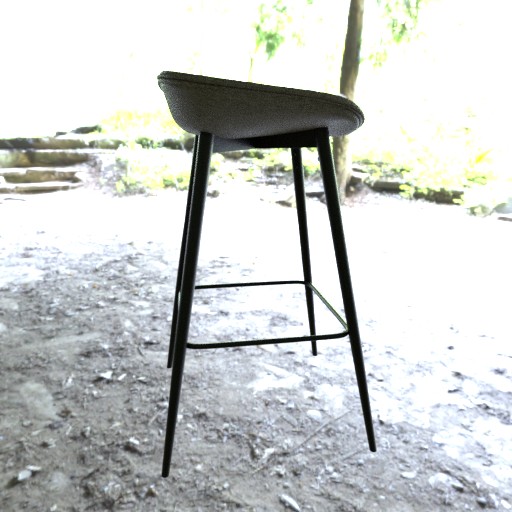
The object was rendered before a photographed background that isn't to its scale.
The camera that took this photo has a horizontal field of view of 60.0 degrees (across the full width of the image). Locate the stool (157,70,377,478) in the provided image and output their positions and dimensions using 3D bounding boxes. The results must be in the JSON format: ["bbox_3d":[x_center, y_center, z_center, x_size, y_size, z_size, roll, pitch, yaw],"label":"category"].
[{"bbox_3d":[0.000,0.000,1.078,0.480,0.814,0.469,-3,16,-9],"label":"stool"}]
